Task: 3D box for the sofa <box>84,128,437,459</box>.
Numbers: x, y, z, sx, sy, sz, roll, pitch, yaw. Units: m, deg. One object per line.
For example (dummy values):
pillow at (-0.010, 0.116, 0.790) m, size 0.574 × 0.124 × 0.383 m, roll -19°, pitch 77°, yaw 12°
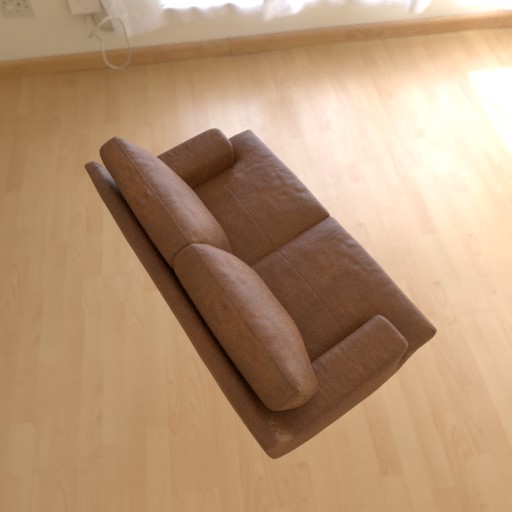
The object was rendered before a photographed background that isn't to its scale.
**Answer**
sofa at (0.000, 0.000, 2.526) m, size 1.144 × 0.966 × 1.880 m, roll -31°, pitch 64°, yaw -16°
